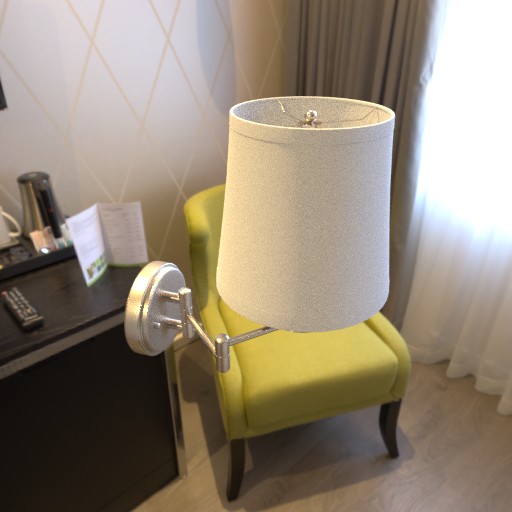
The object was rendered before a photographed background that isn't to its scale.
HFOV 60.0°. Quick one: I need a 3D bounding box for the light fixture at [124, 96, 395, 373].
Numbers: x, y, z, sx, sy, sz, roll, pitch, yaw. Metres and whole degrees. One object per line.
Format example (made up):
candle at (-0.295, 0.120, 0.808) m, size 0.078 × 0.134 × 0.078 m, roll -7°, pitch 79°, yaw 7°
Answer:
light fixture at (0.000, 0.000, 0.588) m, size 0.348 × 0.381 × 0.223 m, roll 9°, pitch 30°, yaw 15°
